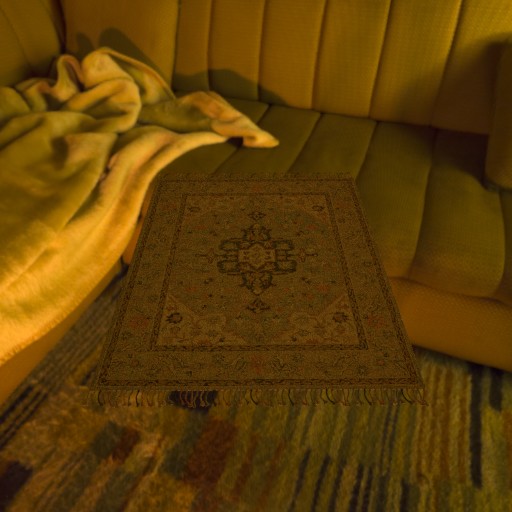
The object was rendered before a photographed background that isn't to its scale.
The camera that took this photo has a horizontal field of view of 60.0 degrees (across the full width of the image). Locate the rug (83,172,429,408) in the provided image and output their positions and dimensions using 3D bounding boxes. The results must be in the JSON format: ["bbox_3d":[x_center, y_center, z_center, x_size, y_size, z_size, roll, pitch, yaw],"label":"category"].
[{"bbox_3d":[0.000,0.000,3.510,1.971,0.010,2.651,0,40,0],"label":"rug"}]
